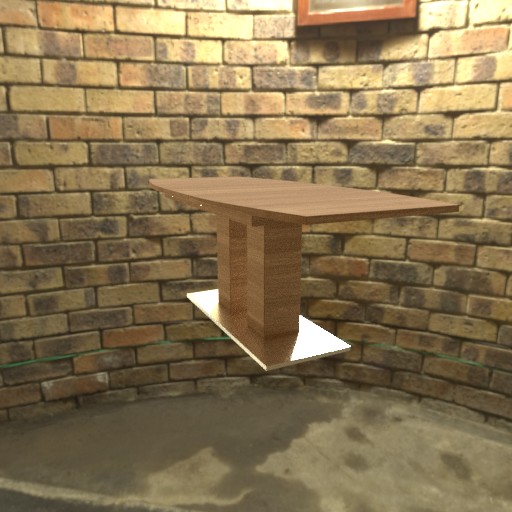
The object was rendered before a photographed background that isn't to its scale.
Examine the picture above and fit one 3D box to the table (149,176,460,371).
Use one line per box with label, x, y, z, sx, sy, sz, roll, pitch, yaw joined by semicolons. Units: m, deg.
table;0.000;0.000;2.459;0.900;0.750;2.032;-7;15;-26
